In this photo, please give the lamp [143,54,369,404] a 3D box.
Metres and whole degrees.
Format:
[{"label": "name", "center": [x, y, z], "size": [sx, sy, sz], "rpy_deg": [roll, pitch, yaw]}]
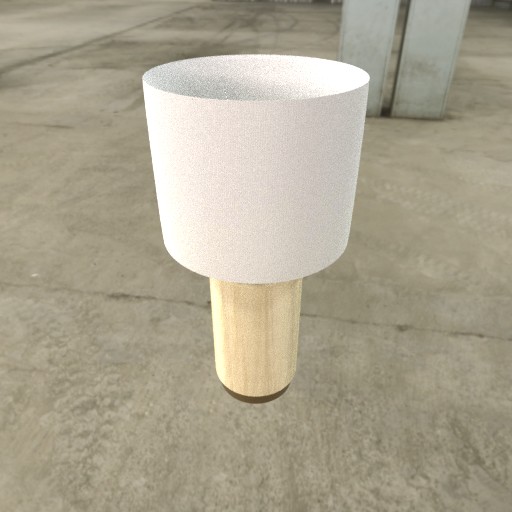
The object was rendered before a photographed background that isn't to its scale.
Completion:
[{"label": "lamp", "center": [0.000, 0.000, 0.572], "size": [0.228, 0.444, 0.228], "rpy_deg": [22, 39, 30]}]
